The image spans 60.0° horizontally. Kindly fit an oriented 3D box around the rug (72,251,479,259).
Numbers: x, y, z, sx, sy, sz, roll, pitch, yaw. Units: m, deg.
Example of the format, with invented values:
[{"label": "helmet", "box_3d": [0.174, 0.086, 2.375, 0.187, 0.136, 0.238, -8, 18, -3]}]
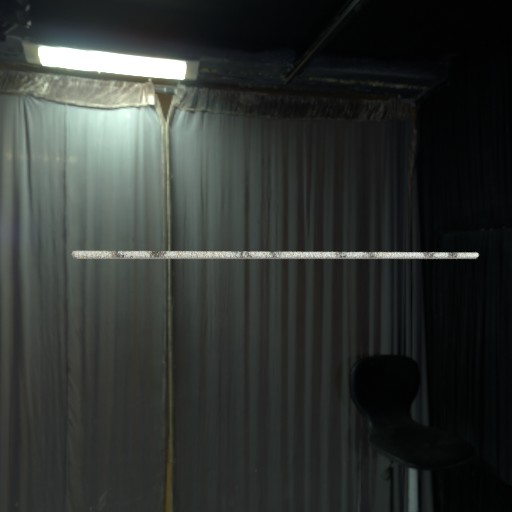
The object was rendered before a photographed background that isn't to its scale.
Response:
[{"label": "rug", "box_3d": [0.000, 0.000, 2.183, 1.600, 0.025, 1.200, 0, 0, -19]}]
